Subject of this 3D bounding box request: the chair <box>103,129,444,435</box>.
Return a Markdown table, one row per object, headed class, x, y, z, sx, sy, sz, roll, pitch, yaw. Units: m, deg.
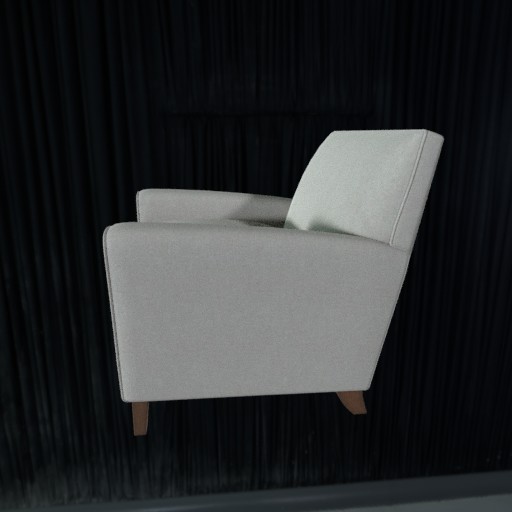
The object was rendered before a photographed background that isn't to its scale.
| class | x | y | z | sx | sy | sz | roll | pitch | yaw |
| --- | --- | --- | --- | --- | --- | --- | --- | --- | --- |
| chair | 0.000 | 0.000 | 1.551 | 0.871 | 0.846 | 0.840 | -2 | 16 | -8 |
